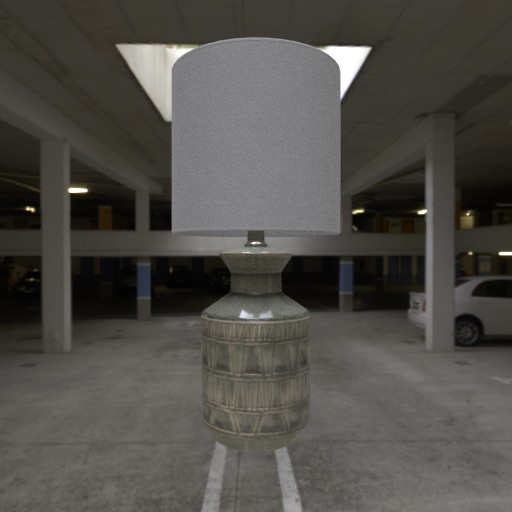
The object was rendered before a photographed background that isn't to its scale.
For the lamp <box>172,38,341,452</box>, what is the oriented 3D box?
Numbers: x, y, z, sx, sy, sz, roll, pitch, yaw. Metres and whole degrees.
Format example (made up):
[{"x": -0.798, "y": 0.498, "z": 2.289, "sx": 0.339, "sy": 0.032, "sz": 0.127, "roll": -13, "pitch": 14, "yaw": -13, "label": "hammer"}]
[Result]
[{"x": 0.000, "y": 0.000, "z": 0.566, "sx": 0.211, "sy": 0.455, "sz": 0.211, "roll": 0, "pitch": 1, "yaw": -1, "label": "lamp"}]
